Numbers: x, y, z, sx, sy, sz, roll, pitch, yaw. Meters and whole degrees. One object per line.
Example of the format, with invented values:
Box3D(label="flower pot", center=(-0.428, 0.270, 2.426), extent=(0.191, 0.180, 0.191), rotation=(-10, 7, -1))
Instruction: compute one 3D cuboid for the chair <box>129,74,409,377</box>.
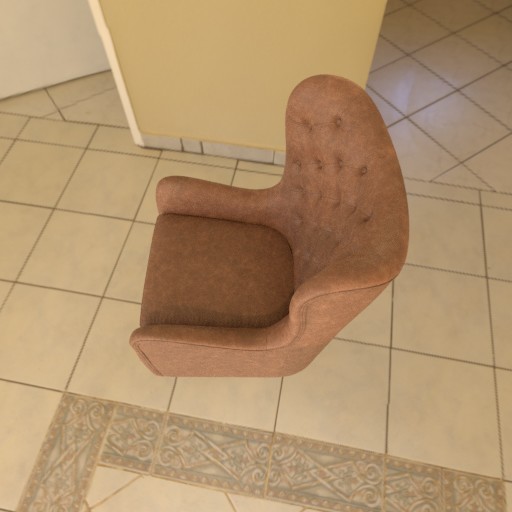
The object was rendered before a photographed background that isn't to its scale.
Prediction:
Box3D(label="chair", center=(0.000, 0.000, 1.756), extent=(0.930, 1.079, 0.831), rotation=(1, 59, 1))
